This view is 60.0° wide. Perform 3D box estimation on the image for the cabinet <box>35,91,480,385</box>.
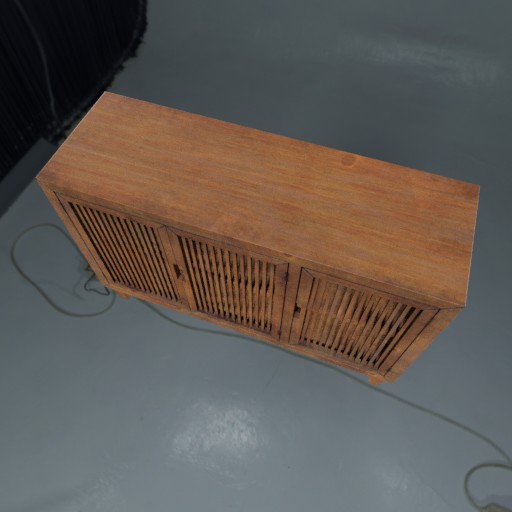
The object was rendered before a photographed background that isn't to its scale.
[{"bbox_3d":[0.000,0.000,1.605,1.204,0.805,0.403,17,60,10],"label":"cabinet"}]
